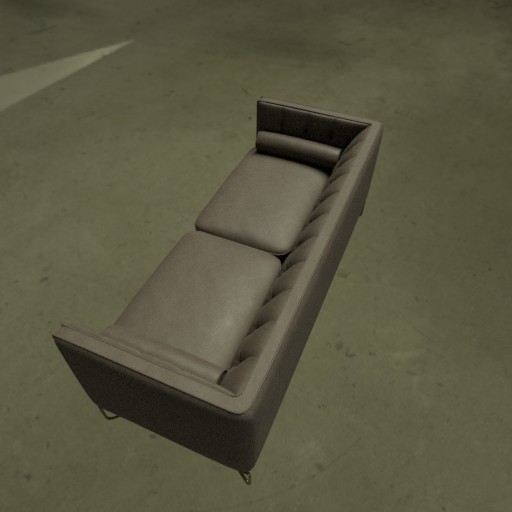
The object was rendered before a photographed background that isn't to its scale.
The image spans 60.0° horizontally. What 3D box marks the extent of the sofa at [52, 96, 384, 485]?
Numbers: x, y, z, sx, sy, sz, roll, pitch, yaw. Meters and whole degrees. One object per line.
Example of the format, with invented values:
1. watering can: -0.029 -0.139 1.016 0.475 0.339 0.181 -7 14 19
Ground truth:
1. sofa: 0.000 0.000 2.507 0.867 0.789 2.087 18 50 16
